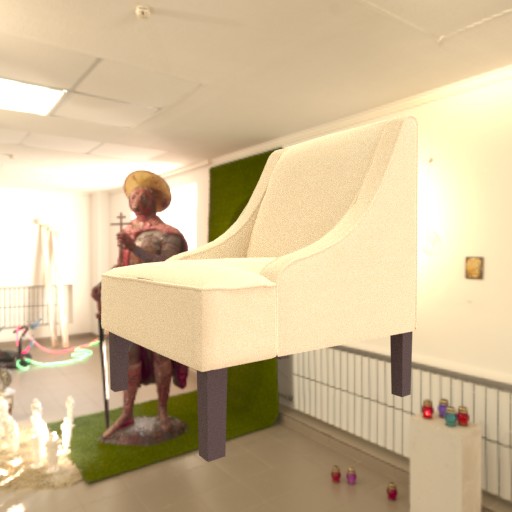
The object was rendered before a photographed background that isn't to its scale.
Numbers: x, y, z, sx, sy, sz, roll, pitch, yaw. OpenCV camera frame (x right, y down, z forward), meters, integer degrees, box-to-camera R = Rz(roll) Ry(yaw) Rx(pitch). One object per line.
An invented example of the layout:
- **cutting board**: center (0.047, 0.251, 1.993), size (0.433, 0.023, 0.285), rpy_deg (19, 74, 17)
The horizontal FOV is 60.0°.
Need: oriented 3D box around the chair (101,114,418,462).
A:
- **chair**: center (0.000, 0.000, 1.436), size (0.806, 0.886, 0.689), rpy_deg (-1, 1, -37)
